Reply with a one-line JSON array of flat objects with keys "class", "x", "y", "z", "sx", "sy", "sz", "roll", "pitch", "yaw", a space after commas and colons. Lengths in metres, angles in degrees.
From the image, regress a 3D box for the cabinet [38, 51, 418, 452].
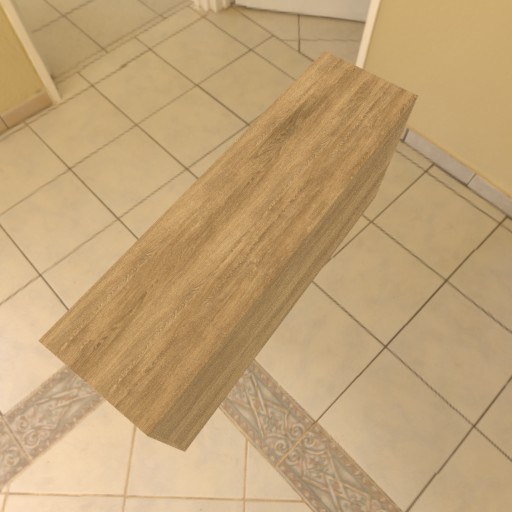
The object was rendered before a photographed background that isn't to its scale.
[{"class": "cabinet", "x": 0.000, "y": 0.000, "z": 1.955, "sx": 0.450, "sy": 0.870, "sz": 1.600, "roll": 34, "pitch": 68, "yaw": 16}]
